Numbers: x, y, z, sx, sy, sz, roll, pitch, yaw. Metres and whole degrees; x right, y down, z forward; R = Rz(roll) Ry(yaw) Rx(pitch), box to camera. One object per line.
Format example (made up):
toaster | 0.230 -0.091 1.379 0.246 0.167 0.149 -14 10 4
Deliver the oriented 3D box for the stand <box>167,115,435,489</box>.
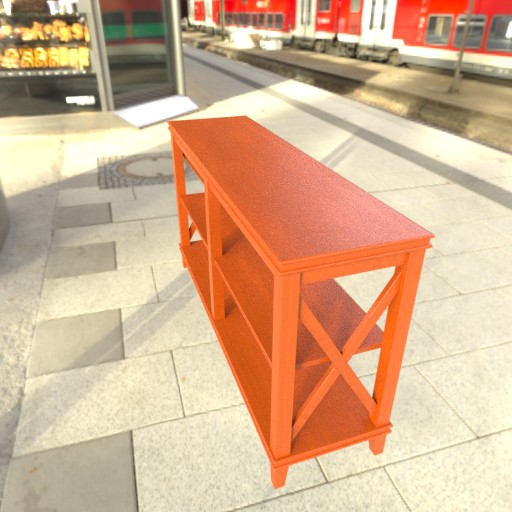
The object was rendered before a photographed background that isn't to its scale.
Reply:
stand | 0.000 0.000 1.701 0.381 0.762 1.372 -10 31 -17
